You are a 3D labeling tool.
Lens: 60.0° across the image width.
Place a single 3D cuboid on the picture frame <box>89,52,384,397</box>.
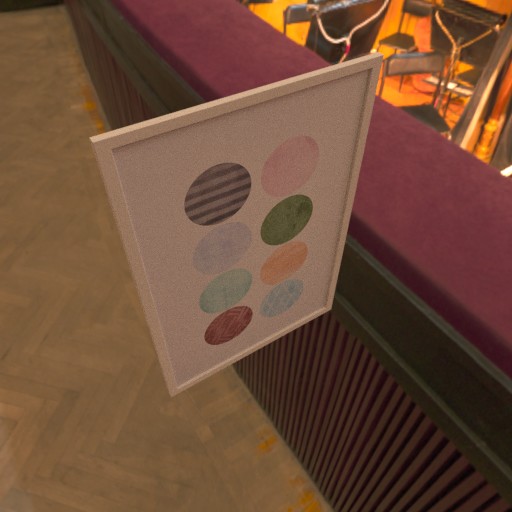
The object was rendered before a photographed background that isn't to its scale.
[{"bbox_3d":[0.000,0.000,0.842,0.457,0.657,0.013,-25,52,-21],"label":"picture frame"}]
